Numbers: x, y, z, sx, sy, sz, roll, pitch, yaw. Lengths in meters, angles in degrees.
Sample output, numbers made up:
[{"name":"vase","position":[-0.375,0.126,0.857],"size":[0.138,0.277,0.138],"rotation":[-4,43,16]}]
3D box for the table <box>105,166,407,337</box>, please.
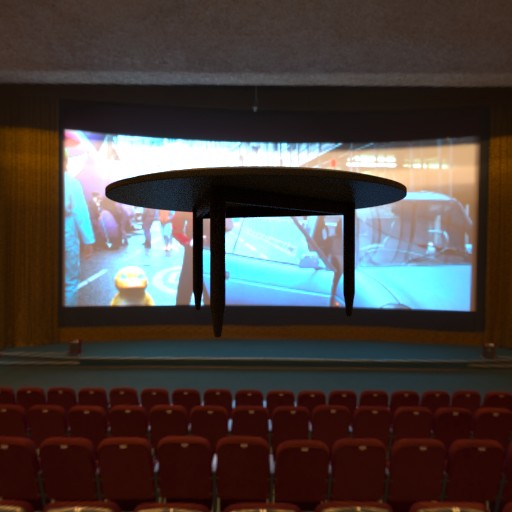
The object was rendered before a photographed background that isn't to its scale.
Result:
[{"name":"table","position":[0.000,0.000,1.397],"size":[0.900,0.400,0.900],"rotation":[0,0,0]}]
